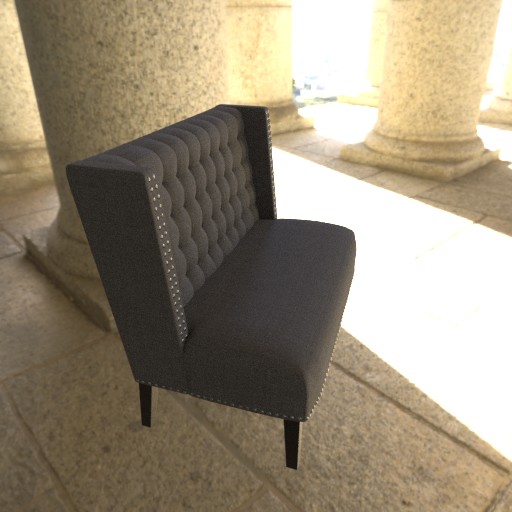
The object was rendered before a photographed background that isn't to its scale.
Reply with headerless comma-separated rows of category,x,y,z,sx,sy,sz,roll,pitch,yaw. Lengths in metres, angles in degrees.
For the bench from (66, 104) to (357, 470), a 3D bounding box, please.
bench,0.000,0.000,2.043,0.842,1.121,1.276,9,29,16
